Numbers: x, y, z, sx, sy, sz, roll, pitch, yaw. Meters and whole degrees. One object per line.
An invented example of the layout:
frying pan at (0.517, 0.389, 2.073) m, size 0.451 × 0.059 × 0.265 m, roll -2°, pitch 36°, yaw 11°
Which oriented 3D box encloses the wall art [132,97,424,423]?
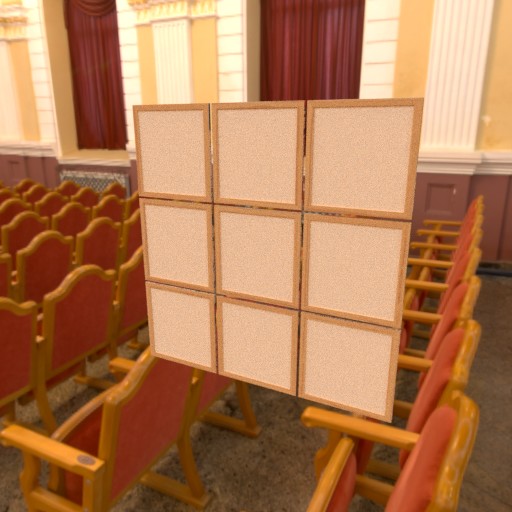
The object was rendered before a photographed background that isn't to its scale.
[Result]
wall art at (0.000, 0.000, 1.852) m, size 1.206 × 1.218 × 0.013 m, roll 8°, pitch 18°, yaw 26°
